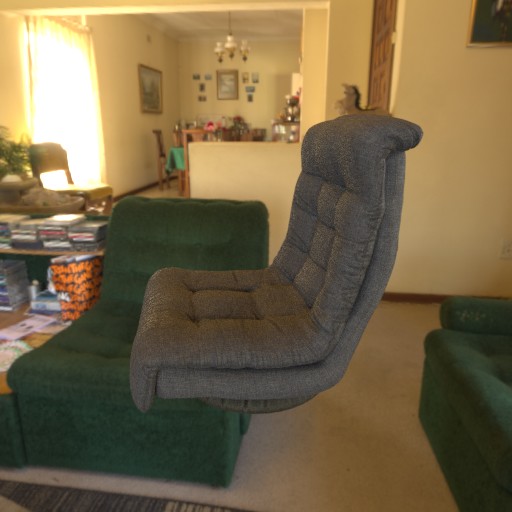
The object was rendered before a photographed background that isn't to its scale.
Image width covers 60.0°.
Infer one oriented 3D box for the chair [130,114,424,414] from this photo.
[{"bbox_3d":[0.000,0.000,1.224,0.668,0.749,0.597,-3,17,-9],"label":"chair"}]
